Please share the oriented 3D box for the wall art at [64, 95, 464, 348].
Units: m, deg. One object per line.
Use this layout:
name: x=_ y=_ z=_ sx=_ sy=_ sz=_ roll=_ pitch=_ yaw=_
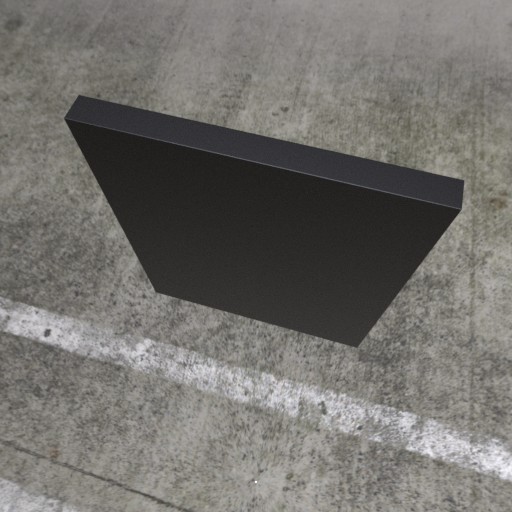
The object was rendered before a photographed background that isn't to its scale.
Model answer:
wall art: x=0.000 y=0.000 z=0.524 sx=0.325 sy=0.380 sz=0.028 roll=14 pitch=64 yaw=7
